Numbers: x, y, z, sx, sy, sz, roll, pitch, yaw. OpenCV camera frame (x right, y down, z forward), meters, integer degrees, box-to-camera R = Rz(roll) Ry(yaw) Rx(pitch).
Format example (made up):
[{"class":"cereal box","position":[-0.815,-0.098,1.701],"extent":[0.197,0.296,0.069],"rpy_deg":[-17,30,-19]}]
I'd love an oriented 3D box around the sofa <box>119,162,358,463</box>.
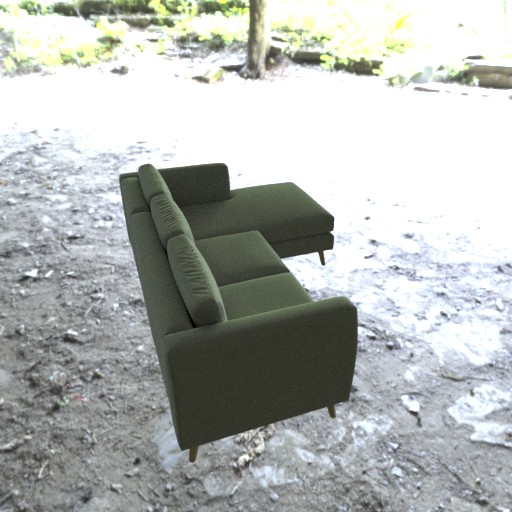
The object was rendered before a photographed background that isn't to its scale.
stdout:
[{"class":"sofa","position":[0.000,0.000,3.056],"extent":[1.580,0.860,2.300],"rpy_deg":[-10,32,-17]}]
